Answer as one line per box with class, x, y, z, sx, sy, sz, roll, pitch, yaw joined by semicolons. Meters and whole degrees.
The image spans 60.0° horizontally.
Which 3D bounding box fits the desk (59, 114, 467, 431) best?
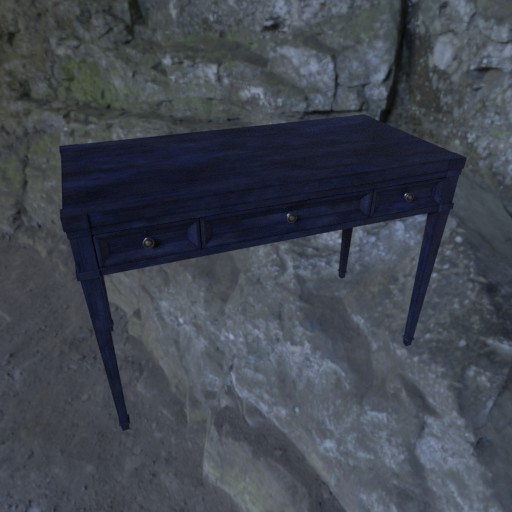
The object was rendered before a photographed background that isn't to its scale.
desk;0.000;0.000;1.779;1.289;0.861;0.630;-11;33;-18
